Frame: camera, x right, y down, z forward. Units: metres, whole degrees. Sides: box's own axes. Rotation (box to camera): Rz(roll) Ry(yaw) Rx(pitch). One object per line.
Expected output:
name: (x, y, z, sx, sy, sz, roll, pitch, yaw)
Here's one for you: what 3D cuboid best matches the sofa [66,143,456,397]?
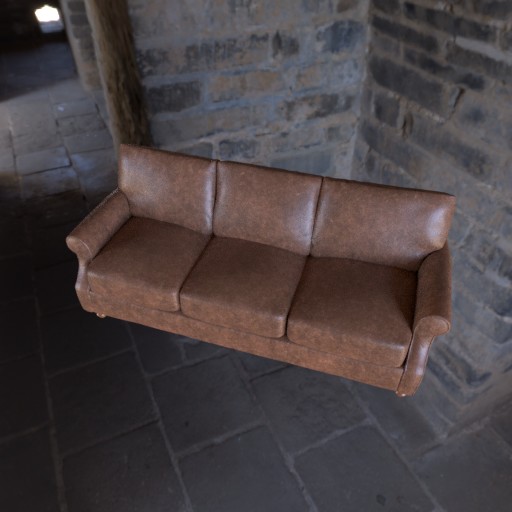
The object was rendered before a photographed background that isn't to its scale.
sofa: (0.000, 0.000, 2.858, 2.351, 0.977, 0.973, 12, 41, 14)
